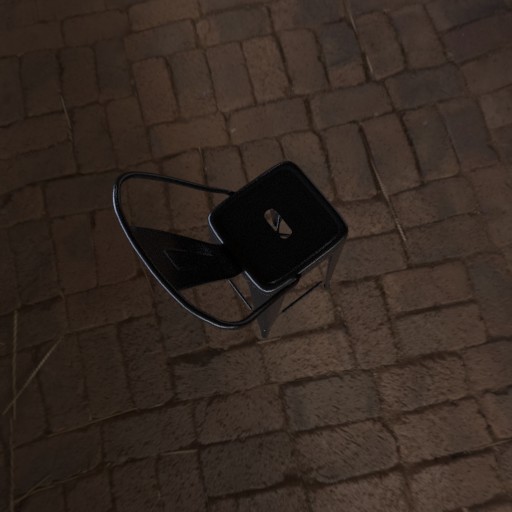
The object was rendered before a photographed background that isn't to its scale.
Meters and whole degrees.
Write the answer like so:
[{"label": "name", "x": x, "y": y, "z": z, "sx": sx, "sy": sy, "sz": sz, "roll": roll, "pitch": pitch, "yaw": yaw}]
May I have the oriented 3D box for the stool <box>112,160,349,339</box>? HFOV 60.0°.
[{"label": "stool", "x": 0.000, "y": 0.000, "z": 1.358, "sx": 0.513, "sy": 1.096, "sz": 0.399, "roll": -36, "pitch": 78, "yaw": -9}]
